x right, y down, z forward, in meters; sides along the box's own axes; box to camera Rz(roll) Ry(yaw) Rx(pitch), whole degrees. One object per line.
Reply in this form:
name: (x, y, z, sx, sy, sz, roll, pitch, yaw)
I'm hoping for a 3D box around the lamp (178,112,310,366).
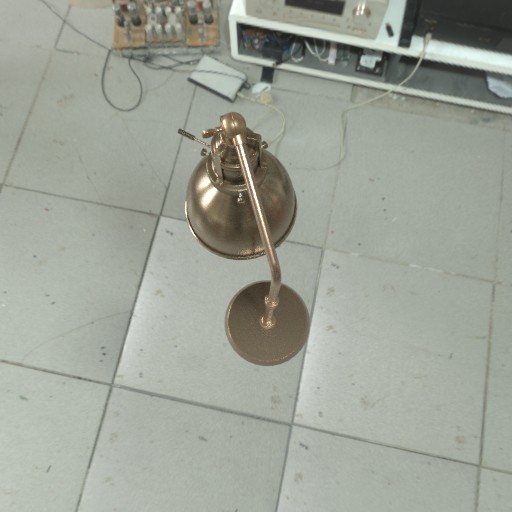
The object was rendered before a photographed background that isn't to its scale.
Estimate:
lamp: (0.000, 0.000, 0.590, 0.153, 0.456, 0.286, -17, 76, -4)
